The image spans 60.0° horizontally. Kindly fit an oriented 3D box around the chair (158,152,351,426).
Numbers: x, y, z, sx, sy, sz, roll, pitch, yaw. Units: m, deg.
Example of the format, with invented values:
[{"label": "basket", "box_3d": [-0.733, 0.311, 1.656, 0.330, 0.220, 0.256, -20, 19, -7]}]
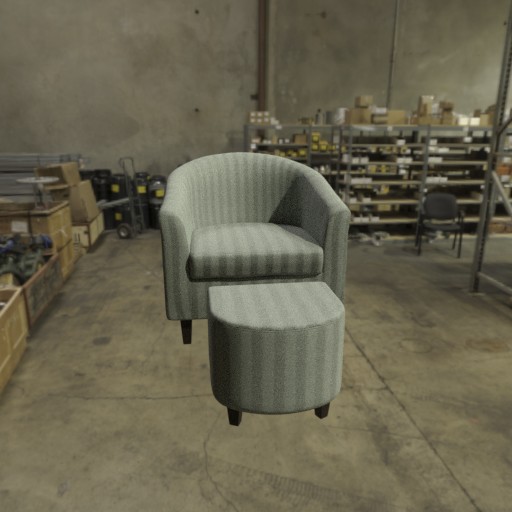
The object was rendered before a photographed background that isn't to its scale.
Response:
[{"label": "chair", "box_3d": [0.000, 0.000, 1.798, 0.756, 0.757, 1.288, -2, 16, -7]}]
